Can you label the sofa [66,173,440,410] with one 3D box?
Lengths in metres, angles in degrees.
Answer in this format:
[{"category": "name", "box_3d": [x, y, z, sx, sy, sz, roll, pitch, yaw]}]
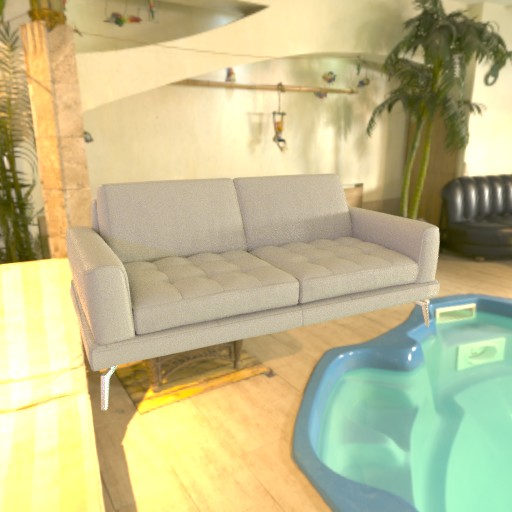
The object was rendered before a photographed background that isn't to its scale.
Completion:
[{"category": "sofa", "box_3d": [0.000, 0.000, 2.808, 2.177, 0.930, 1.121, -7, 17, -25]}]
